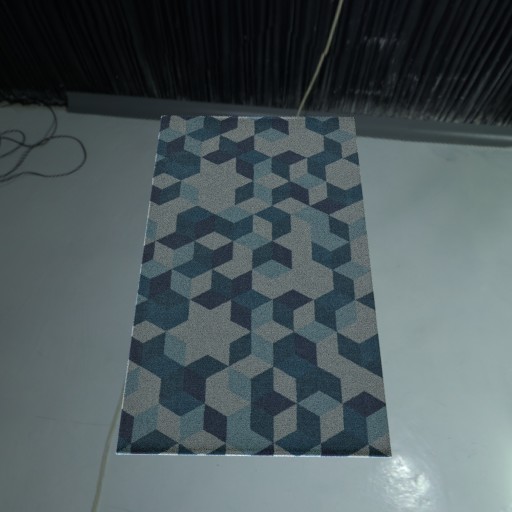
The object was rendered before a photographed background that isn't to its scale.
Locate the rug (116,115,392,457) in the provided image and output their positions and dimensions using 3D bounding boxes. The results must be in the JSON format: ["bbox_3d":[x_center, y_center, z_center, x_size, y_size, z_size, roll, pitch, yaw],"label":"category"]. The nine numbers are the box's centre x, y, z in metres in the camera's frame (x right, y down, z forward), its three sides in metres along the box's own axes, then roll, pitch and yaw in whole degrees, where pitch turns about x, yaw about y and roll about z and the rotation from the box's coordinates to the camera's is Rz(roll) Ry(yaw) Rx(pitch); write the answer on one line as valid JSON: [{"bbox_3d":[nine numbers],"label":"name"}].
[{"bbox_3d":[0.000,0.000,2.964,1.518,0.015,2.438,1,64,0],"label":"rug"}]
